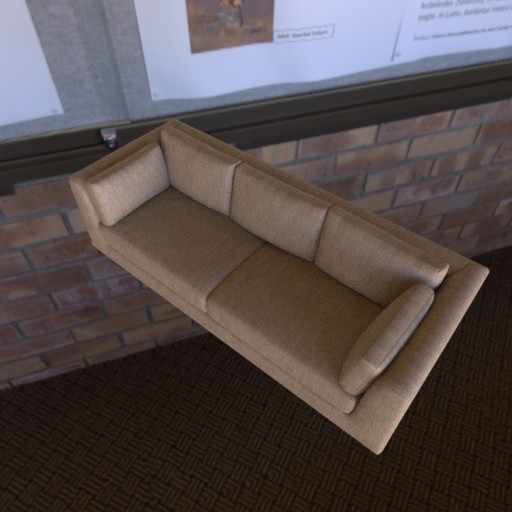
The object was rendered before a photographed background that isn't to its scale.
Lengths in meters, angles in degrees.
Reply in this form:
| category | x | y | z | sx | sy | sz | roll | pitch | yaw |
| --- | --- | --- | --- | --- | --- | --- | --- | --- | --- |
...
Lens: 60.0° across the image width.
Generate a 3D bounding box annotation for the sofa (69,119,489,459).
| category | x | y | z | sx | sy | sz | roll | pitch | yaw |
| --- | --- | --- | --- | --- | --- | --- | --- | --- | --- |
| sofa | 0.000 | 0.000 | 2.837 | 2.415 | 0.867 | 0.969 | 31 | 54 | 25 |
